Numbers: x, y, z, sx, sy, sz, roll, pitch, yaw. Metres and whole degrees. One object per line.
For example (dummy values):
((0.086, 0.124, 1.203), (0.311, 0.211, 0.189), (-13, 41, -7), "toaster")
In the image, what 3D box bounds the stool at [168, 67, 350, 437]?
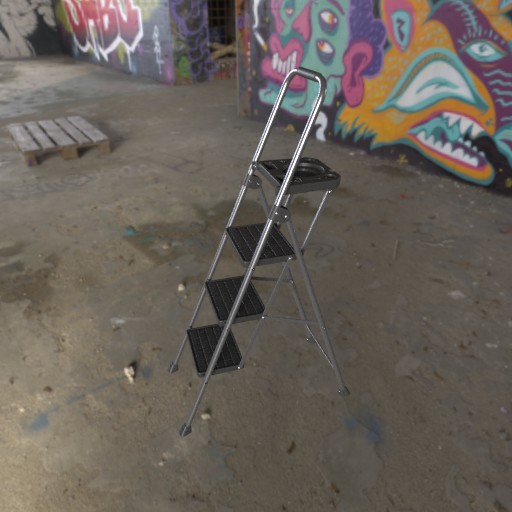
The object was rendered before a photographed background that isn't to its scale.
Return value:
((0.000, 0.000, 1.650), (0.733, 1.277, 0.396), (-9, 31, -15), "stool")
